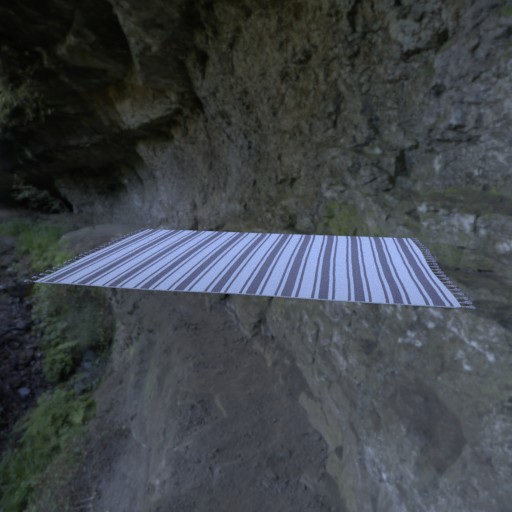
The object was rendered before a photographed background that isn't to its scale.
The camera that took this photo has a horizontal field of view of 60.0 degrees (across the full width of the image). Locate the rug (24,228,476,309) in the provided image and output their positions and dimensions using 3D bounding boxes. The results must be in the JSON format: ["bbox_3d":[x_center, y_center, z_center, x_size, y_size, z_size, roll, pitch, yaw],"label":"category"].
[{"bbox_3d":[0.000,0.000,3.844,3.040,0.017,2.030,3,14,10],"label":"rug"}]
